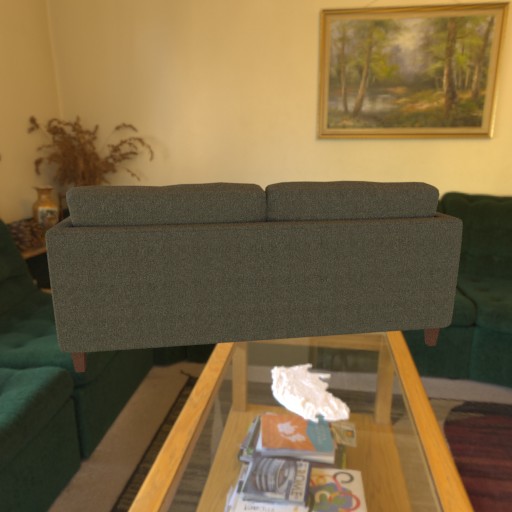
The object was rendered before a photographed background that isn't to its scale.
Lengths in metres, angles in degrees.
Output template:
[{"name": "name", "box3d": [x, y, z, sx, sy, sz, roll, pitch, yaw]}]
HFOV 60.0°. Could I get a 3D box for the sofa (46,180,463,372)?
[{"name": "sofa", "box3d": [0.000, 0.000, 2.780, 2.208, 0.965, 0.948, -2, 15, -9]}]
